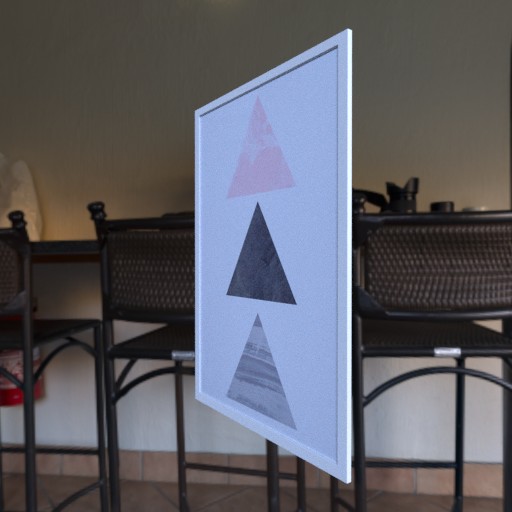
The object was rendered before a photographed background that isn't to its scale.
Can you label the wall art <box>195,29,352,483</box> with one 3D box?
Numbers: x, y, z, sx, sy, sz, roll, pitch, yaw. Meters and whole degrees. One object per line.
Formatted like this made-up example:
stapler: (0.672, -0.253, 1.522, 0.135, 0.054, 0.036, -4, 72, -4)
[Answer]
wall art: (0.000, 0.000, 1.185, 0.013, 0.940, 0.659, 0, 1, -36)
